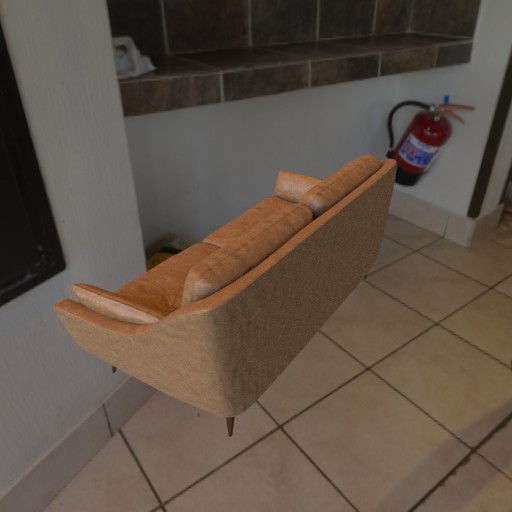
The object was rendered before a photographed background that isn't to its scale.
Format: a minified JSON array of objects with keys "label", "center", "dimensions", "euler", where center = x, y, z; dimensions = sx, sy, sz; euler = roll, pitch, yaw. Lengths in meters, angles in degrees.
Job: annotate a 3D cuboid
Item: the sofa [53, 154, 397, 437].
[{"label":"sofa","center":[0.000,0.000,2.435],"dimensions":[0.904,0.839,1.902],"euler":[20,37,29]}]
